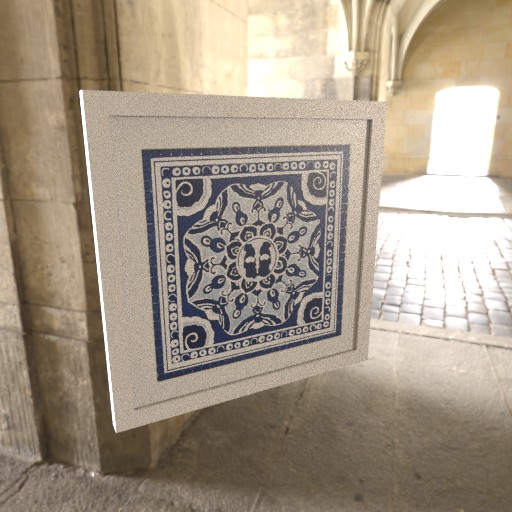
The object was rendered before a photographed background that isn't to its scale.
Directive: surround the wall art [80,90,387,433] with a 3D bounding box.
[{"bbox_3d":[0.000,0.000,0.827,0.559,0.559,0.028,-8,18,-26],"label":"wall art"}]
